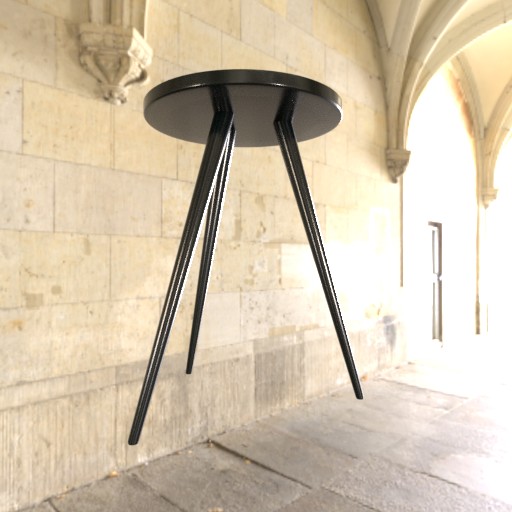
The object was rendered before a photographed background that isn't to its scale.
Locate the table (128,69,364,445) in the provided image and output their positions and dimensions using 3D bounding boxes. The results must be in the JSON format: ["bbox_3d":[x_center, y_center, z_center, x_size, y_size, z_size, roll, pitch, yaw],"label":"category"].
[{"bbox_3d":[0.000,0.000,0.837,0.415,0.548,0.403,0,-1,0],"label":"table"}]
